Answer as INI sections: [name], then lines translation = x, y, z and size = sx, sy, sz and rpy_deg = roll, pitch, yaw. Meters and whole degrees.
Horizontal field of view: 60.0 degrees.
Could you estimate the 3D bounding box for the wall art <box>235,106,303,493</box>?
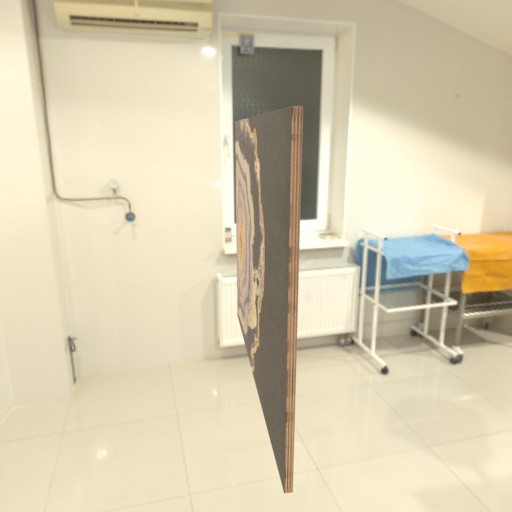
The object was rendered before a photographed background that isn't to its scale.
[wall art]
translation = 0.000, 0.000, 0.681
size = 0.010, 0.408, 0.508
rpy_deg = -2, 16, -8
